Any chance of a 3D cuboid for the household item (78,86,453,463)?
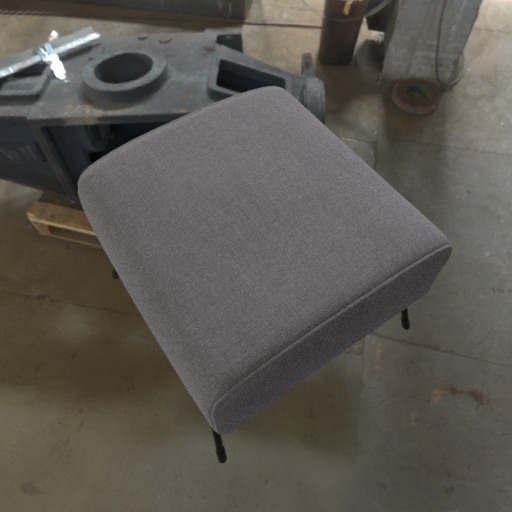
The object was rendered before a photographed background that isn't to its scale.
[{"bbox_3d":[0.000,0.000,0.912,0.530,0.410,0.530,-30,63,-17],"label":"household item"}]
